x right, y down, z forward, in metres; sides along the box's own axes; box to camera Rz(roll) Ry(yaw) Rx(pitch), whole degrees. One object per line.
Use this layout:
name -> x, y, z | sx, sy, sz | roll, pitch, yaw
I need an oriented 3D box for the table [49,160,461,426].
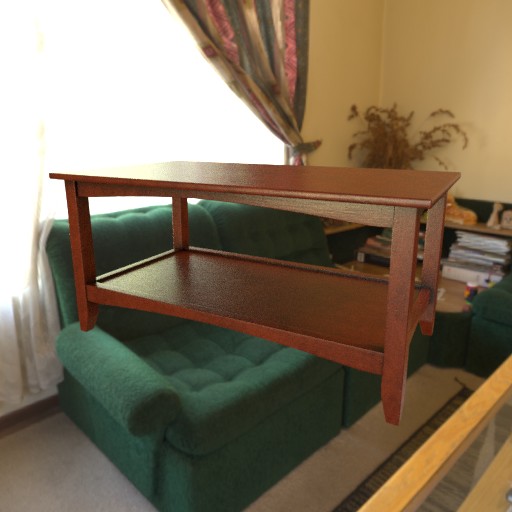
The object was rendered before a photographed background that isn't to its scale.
table -> 0.000, 0.000, 1.224 | 0.943, 0.456, 0.533 | 9, 18, 27
